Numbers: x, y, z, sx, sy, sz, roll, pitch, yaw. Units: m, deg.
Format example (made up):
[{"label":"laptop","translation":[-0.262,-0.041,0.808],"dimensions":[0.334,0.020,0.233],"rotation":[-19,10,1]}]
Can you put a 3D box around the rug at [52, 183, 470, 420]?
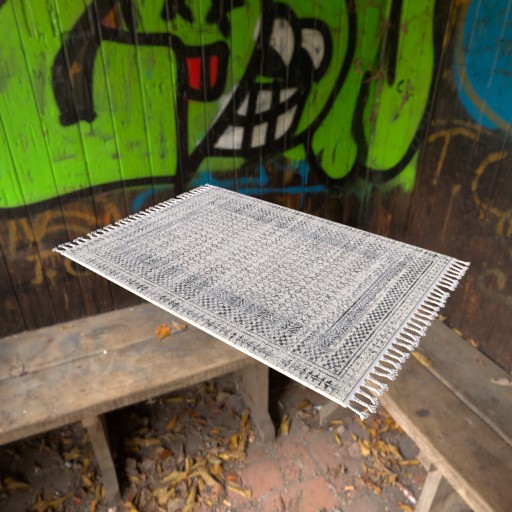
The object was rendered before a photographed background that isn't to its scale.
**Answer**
[{"label":"rug","translation":[0.000,0.000,2.340],"dimensions":[1.872,0.013,1.243],"rotation":[21,36,32]}]
